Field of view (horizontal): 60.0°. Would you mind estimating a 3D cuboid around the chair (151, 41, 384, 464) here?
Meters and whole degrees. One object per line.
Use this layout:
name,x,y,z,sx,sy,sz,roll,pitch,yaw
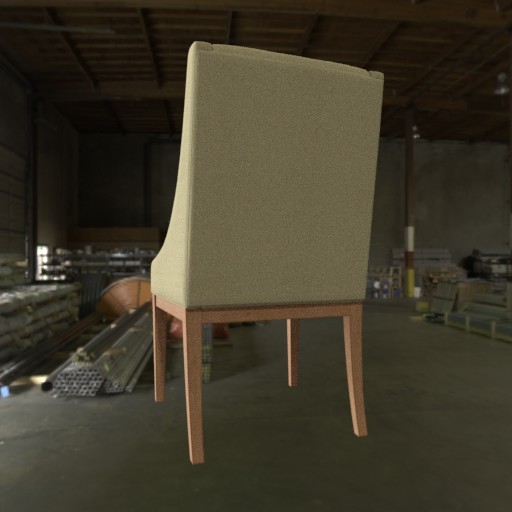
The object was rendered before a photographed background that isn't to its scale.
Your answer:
chair,0.000,0.000,1.394,0.575,1.021,0.611,0,0,-20
